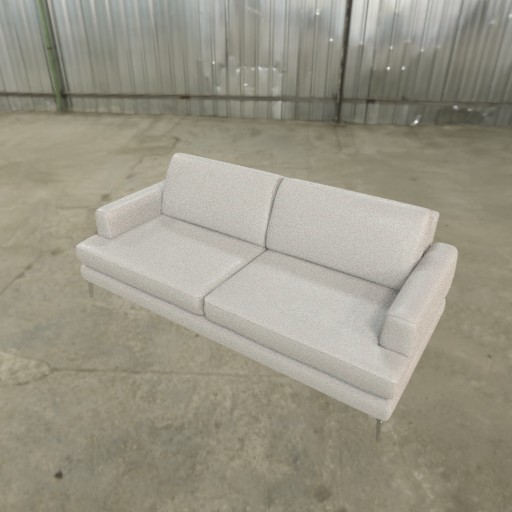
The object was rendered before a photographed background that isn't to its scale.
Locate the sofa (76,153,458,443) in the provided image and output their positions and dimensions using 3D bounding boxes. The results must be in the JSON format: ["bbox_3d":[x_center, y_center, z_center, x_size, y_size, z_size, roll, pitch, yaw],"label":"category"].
[{"bbox_3d":[0.000,0.000,2.468,1.940,0.765,0.974,19,35,29],"label":"sofa"}]
